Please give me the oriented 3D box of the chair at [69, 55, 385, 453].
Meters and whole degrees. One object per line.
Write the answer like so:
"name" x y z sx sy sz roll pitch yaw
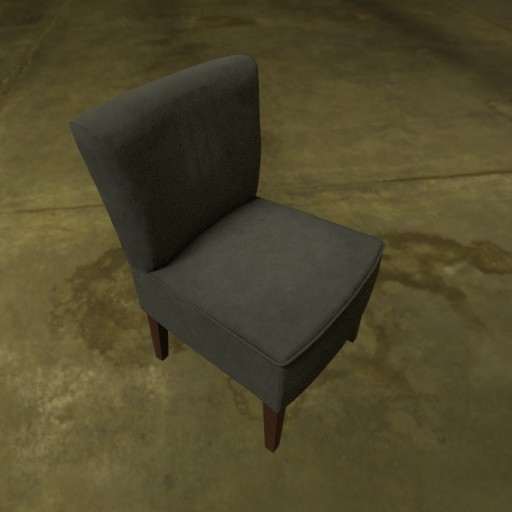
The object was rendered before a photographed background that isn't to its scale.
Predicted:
"chair" 0.000 0.000 1.145 0.554 0.806 0.521 26 47 27
